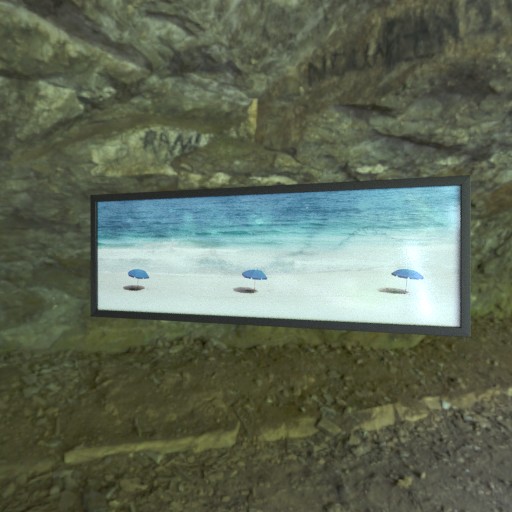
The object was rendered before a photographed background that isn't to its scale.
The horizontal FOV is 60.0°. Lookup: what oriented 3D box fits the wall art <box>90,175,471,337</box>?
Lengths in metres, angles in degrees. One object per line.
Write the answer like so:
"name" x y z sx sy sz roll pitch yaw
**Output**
"wall art" 0.000 0.000 0.984 0.860 0.303 0.037 0 0 19
